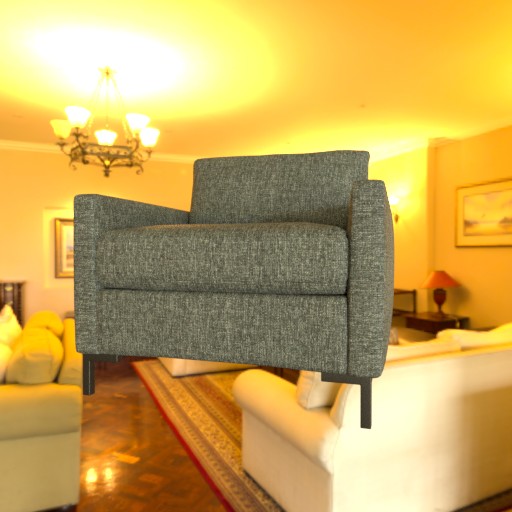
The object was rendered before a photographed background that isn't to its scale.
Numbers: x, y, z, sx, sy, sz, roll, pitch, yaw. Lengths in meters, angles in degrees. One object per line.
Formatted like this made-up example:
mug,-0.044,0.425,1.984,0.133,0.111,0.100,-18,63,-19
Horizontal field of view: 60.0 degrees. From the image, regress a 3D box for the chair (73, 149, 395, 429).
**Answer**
chair,0.000,0.000,1.623,0.963,0.861,0.866,0,1,18
